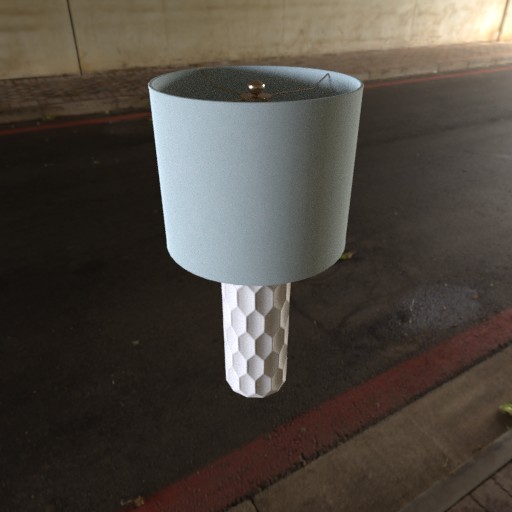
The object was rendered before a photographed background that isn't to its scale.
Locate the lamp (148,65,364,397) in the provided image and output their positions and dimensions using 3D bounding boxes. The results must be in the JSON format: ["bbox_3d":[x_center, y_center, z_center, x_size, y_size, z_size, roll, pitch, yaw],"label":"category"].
[{"bbox_3d":[0.000,0.000,0.716,0.277,0.534,0.277,1,31,1],"label":"lamp"}]
